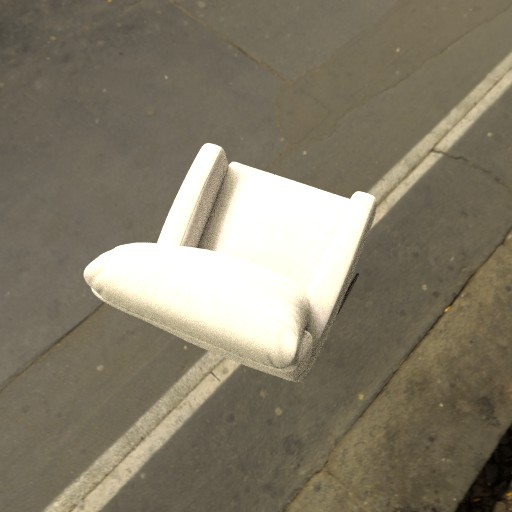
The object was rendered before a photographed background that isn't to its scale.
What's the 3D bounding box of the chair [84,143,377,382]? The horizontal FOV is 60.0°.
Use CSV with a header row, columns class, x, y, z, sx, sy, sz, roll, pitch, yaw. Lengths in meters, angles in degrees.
class,x,y,z,sx,sy,sz,roll,pitch,yaw
chair,0.000,0.000,1.712,0.812,1.015,0.941,20,65,10
